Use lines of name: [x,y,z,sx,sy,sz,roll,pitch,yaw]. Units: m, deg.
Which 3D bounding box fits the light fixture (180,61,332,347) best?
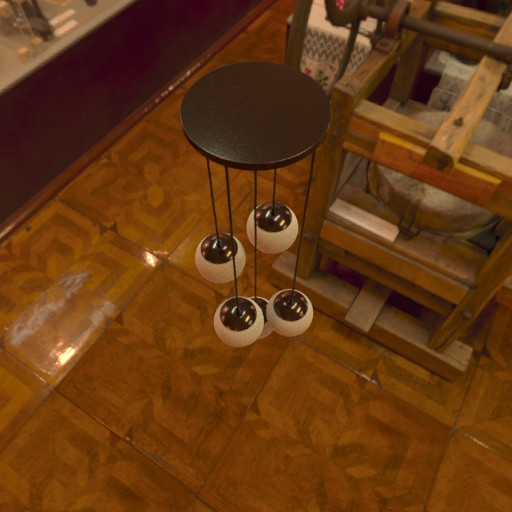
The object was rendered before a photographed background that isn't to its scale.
light fixture: [0.000,0.000,1.548,0.484,1.271,0.489,30,63,17]
